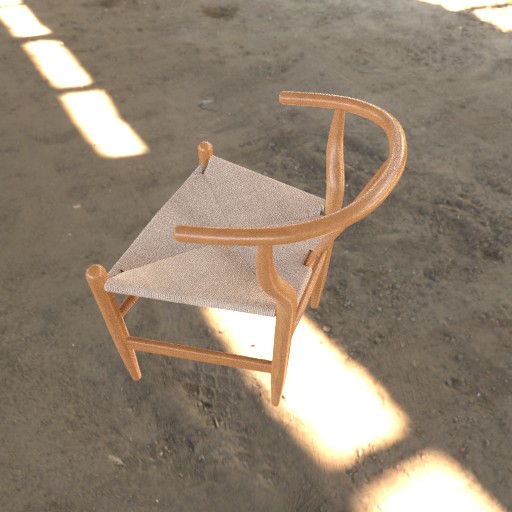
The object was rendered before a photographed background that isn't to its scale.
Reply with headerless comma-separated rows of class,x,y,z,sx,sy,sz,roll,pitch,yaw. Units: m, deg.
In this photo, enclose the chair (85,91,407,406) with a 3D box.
chair,0.000,0.000,1.128,0.579,0.730,0.569,17,49,15
